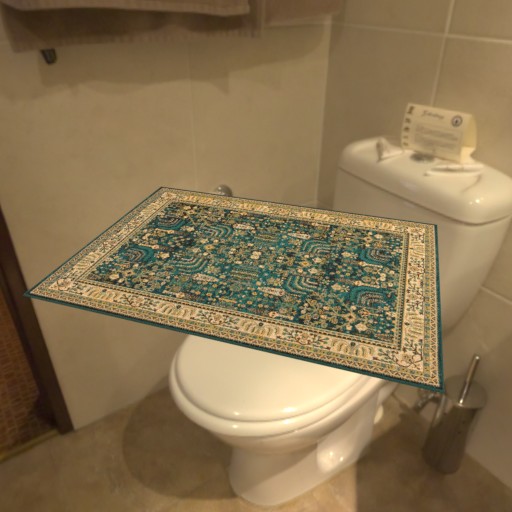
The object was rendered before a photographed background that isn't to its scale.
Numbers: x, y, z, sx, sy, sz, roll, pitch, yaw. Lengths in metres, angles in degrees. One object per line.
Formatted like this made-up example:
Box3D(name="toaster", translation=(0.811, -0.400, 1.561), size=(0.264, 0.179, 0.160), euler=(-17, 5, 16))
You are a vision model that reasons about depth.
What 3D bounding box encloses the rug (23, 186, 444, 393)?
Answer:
Box3D(name="rug", translation=(0.000, 0.000, 2.826), size=(2.213, 0.013, 1.594), euler=(10, 33, 15))
